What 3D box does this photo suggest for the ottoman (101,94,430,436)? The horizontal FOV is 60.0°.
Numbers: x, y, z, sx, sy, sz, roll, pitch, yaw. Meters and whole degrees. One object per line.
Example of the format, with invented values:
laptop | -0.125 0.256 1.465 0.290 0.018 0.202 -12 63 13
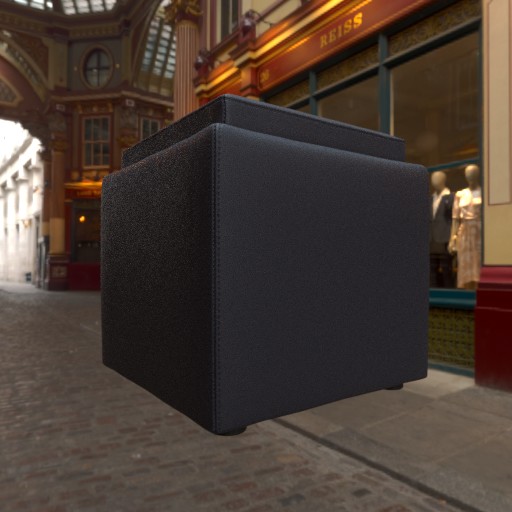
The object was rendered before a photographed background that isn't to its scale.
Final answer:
ottoman | 0.000 0.000 0.821 0.450 0.460 0.451 0 0 -36
